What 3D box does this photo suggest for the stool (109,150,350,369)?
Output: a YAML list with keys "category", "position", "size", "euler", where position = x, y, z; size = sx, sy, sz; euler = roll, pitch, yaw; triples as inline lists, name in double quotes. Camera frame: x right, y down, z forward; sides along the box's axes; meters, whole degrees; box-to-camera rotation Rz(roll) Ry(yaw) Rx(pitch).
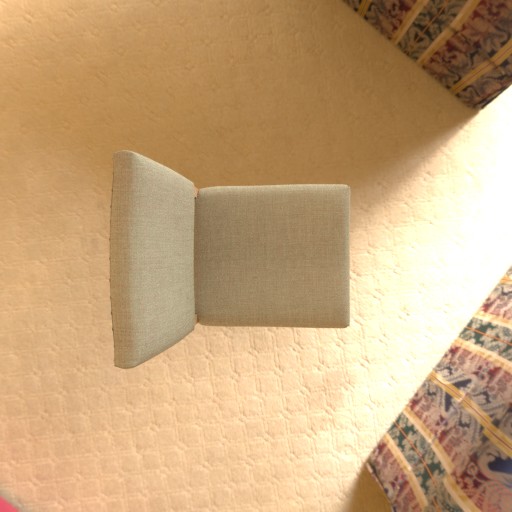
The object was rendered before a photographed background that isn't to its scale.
- category: "stool"
  position: [0.000, 0.000, 1.474]
  size: [0.585, 1.203, 0.445]
  euler: [0, 91, 0]
